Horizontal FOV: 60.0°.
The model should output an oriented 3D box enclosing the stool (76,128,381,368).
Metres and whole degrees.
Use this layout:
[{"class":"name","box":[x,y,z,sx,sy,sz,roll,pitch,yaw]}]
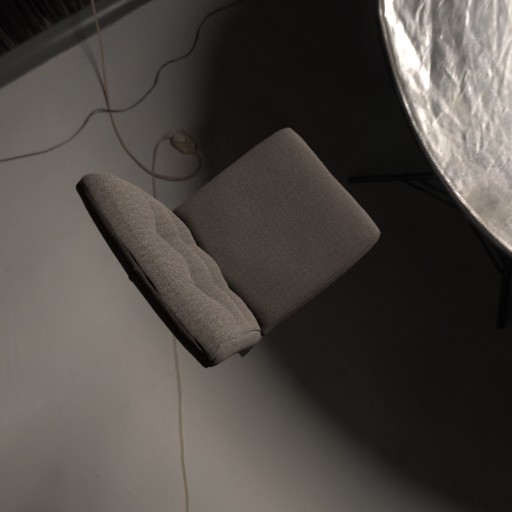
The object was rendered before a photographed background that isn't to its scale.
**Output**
[{"class":"stool","box":[0.000,0.000,1.280,0.548,1.047,0.411,-36,79,-8]}]
